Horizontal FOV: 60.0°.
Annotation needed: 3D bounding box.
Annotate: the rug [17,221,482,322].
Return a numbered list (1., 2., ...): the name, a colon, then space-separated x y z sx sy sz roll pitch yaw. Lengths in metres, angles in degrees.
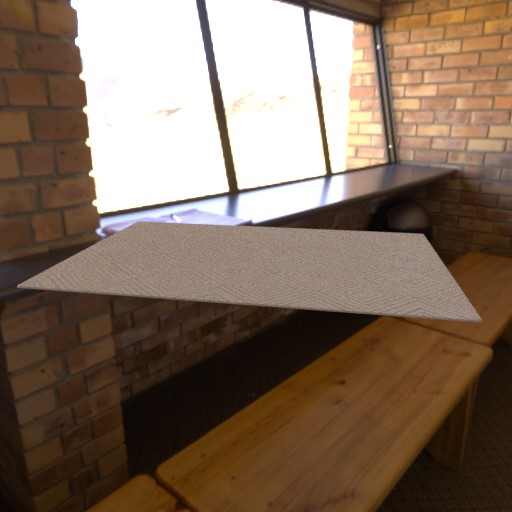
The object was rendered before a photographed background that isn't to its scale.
1. rug: 0.000 0.000 2.171 1.753 0.008 1.143 3 18 10
